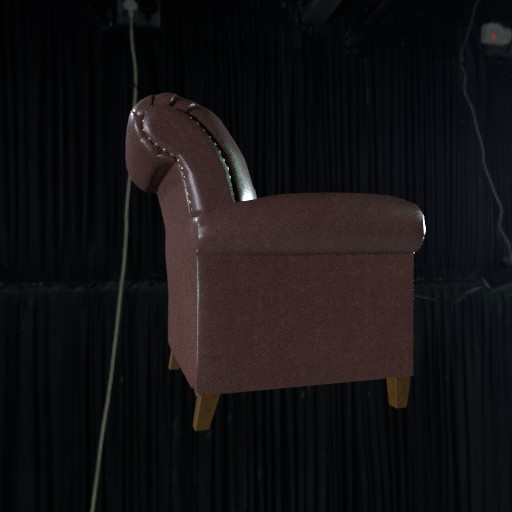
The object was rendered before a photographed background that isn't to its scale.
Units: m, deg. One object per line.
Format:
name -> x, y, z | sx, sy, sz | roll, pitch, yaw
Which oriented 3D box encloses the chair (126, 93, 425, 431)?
chair -> 0.000, 0.000, 1.583 | 0.890, 0.927, 0.854 | 0, 0, -17
